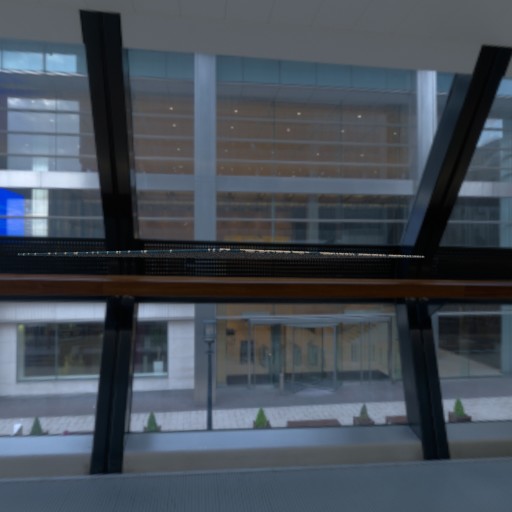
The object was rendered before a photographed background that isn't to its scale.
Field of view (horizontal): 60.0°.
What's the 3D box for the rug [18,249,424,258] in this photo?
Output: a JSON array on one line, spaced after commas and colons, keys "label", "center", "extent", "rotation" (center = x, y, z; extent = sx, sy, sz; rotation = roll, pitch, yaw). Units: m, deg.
[{"label": "rug", "center": [0.000, 0.000, 3.003], "extent": [1.517, 0.011, 2.435], "rotation": [-1, -1, 37]}]
